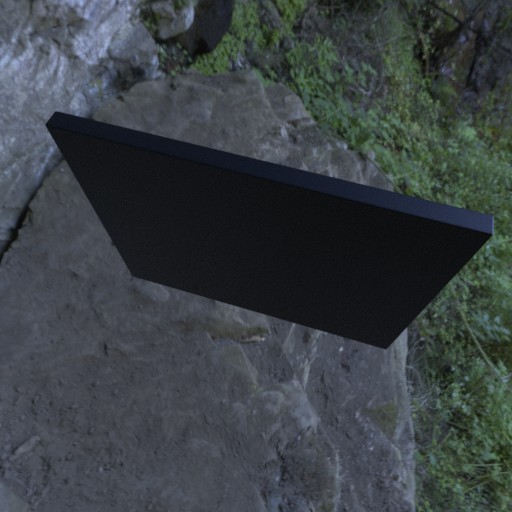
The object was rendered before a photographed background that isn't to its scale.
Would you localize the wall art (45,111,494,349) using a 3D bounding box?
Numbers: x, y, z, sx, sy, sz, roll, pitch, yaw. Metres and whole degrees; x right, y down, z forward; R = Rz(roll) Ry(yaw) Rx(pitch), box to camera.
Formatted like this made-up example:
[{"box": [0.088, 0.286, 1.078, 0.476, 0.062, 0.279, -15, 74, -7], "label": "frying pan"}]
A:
[{"box": [0.000, 0.000, 0.735, 0.558, 0.457, 0.031, 15, 63, 8], "label": "wall art"}]
